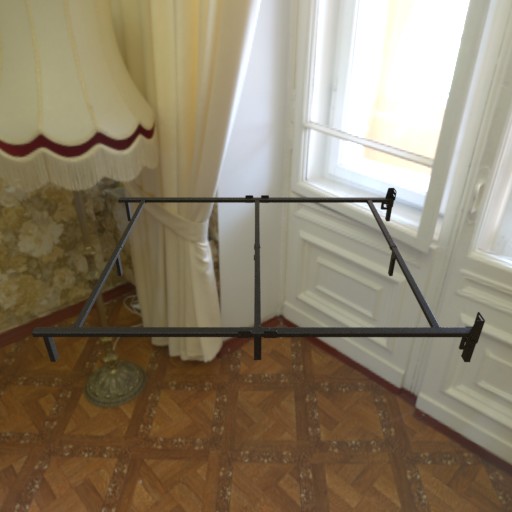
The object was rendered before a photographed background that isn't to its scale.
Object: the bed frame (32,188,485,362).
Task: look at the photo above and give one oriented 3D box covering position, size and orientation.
[{"bbox_3d":[0.000,0.000,2.624,1.990,0.248,1.498,0,31,0],"label":"bed frame"}]
